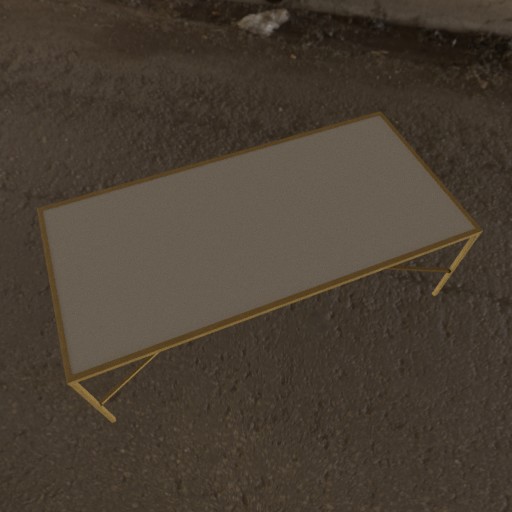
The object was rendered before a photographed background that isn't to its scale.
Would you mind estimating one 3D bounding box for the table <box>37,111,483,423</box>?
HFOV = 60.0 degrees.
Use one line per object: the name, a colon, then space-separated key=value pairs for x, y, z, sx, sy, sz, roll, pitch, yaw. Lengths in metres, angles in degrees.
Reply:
table: x=0.000 y=0.000 z=1.493 sx=1.206 sy=0.398 sz=0.580 roll=-19 pitch=58 yaw=-12
